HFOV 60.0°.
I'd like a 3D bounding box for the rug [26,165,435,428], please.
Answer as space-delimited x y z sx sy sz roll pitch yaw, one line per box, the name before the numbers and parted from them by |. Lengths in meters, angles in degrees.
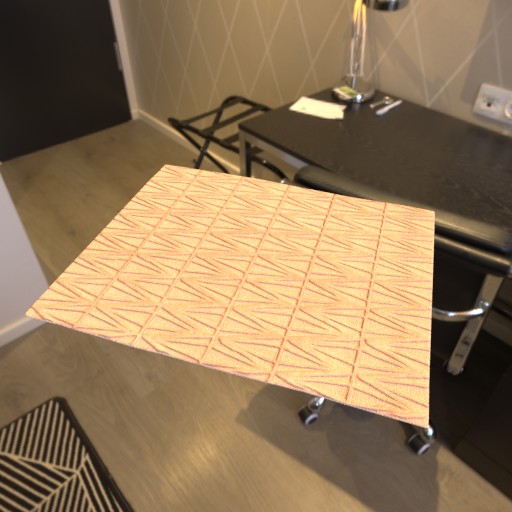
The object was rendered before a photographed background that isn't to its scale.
rug | 0.000 0.000 3.996 3.052 0.043 2.453 12 43 13
